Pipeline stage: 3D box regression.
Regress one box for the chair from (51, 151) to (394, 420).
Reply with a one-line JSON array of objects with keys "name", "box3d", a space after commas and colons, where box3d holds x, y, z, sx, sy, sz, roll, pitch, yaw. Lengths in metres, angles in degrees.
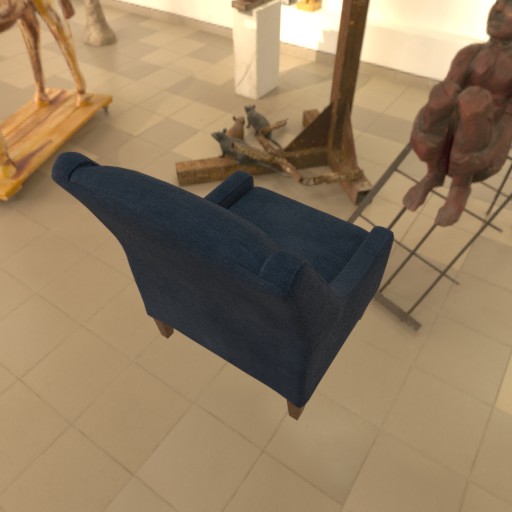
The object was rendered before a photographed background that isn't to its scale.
[{"name": "chair", "box3d": [0.000, 0.000, 1.614, 0.774, 1.014, 0.870, 26, 51, 23]}]
